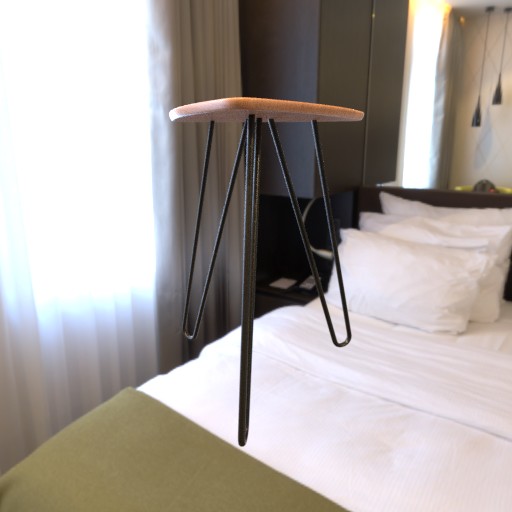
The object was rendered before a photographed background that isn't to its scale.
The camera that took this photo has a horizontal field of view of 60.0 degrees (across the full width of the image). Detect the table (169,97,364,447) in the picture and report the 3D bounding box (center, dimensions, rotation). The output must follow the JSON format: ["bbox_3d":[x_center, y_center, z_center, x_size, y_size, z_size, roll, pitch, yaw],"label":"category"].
[{"bbox_3d":[0.000,0.000,0.887,0.442,0.564,0.455,2,15,6],"label":"table"}]
